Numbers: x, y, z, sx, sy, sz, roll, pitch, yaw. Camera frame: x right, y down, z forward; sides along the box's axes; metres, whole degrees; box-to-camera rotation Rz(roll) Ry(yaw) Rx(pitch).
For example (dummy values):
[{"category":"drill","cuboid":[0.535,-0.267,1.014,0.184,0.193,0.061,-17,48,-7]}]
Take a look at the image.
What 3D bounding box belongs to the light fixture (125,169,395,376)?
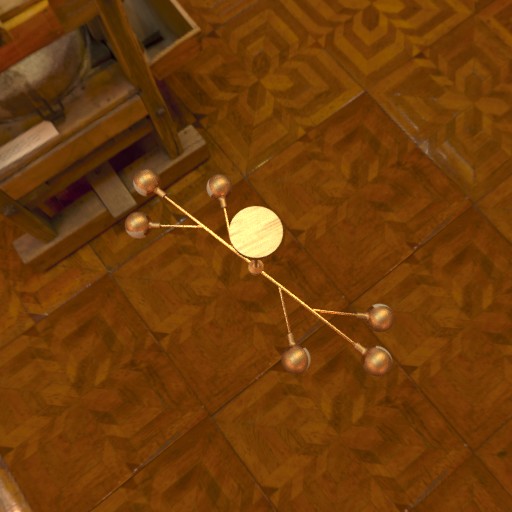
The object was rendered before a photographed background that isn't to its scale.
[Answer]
[{"category":"light fixture","cuboid":[0.000,0.000,1.004,0.434,0.362,0.778,-35,78,-8]}]
